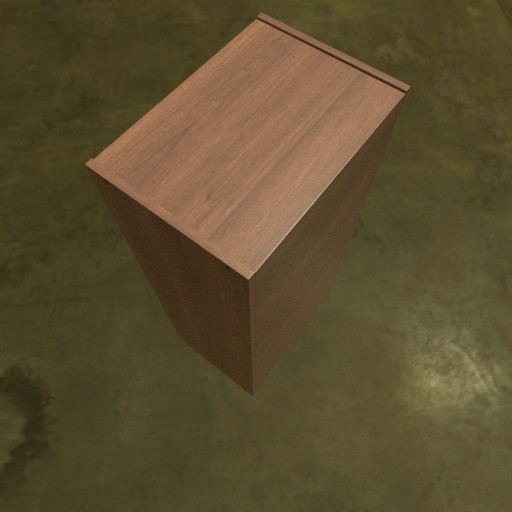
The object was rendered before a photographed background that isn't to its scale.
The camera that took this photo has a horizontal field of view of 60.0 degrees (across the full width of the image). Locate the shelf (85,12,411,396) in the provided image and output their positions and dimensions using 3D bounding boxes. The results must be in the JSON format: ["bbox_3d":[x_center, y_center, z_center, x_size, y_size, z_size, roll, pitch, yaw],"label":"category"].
[{"bbox_3d":[0.000,0.000,1.047,0.290,0.879,0.414,34,68,16],"label":"shelf"}]
